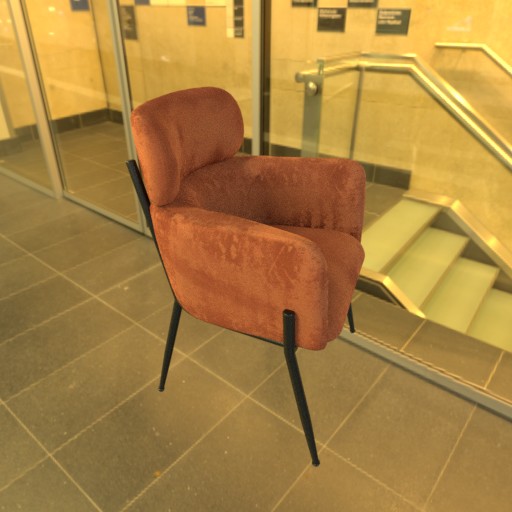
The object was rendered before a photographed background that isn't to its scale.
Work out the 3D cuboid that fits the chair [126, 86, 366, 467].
[{"bbox_3d":[0.000,0.000,1.153,0.523,0.772,0.561,10,32,17],"label":"chair"}]
